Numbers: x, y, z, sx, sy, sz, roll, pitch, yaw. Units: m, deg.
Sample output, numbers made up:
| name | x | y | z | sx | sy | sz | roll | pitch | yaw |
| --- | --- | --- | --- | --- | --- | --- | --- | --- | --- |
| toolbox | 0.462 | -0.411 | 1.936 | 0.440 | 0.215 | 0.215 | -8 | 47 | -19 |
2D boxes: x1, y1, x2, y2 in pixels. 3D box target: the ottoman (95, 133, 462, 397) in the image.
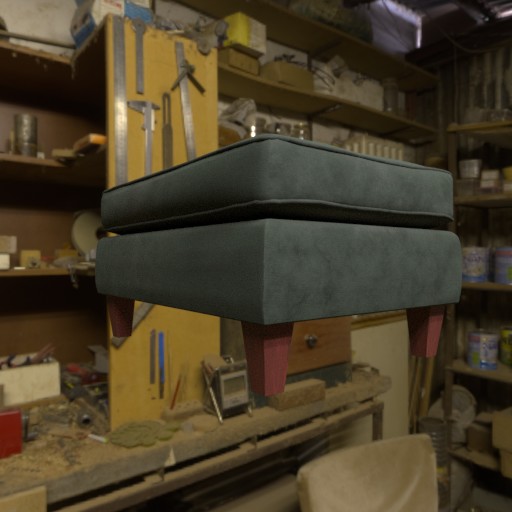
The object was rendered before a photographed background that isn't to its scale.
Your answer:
| name | x | y | z | sx | sy | sz | roll | pitch | yaw |
| --- | --- | --- | --- | --- | --- | --- | --- | --- | --- |
| ottoman | 0.000 | 0.000 | 1.241 | 0.632 | 0.495 | 0.864 | 0 | 0 | -37 |
